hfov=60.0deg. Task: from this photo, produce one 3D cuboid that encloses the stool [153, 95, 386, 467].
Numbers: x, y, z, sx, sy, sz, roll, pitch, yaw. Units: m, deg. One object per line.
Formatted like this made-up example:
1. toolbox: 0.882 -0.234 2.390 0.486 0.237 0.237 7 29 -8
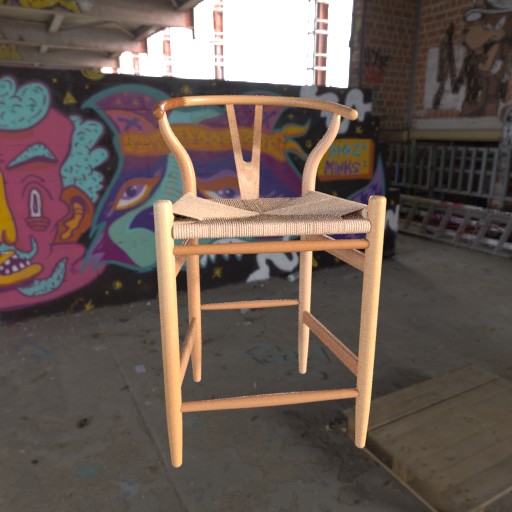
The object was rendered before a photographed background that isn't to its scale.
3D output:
1. stool: 0.000 0.000 1.283 0.536 0.923 0.575 -2 15 -8
